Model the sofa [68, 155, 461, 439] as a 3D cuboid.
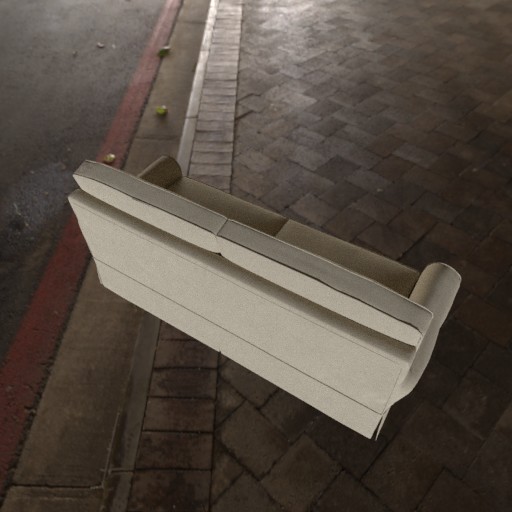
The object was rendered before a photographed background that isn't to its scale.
[{"bbox_3d":[0.000,0.000,2.732,2.246,1.014,0.900,25,51,22],"label":"sofa"}]
